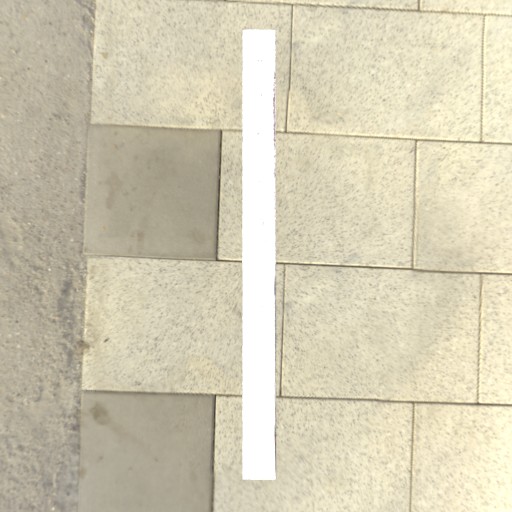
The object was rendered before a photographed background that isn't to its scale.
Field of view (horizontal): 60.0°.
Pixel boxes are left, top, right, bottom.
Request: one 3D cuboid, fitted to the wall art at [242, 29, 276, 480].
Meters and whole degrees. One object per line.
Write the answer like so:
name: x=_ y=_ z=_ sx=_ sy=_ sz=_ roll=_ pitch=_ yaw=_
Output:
wall art: x=0.000 y=0.000 z=0.754 sx=0.038 sy=0.508 sz=0.508 roll=0 pitch=89 yaw=-1
